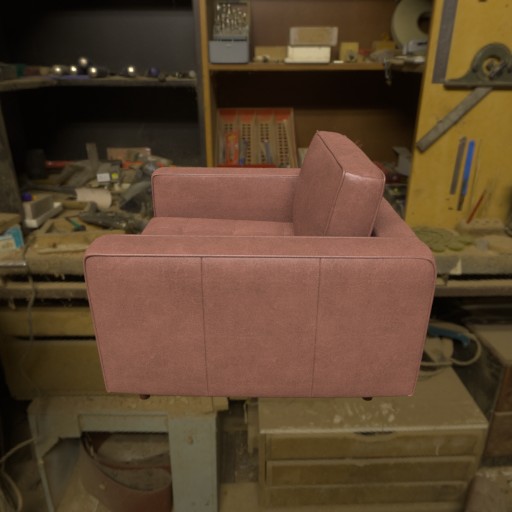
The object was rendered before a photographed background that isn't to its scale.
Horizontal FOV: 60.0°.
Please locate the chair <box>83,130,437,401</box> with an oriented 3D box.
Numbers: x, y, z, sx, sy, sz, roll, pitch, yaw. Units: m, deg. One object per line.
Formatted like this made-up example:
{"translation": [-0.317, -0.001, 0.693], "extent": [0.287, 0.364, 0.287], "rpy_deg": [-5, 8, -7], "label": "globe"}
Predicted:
{"translation": [0.000, 0.000, 1.535], "extent": [0.900, 0.770, 0.920], "rpy_deg": [0, 25, 0], "label": "chair"}
